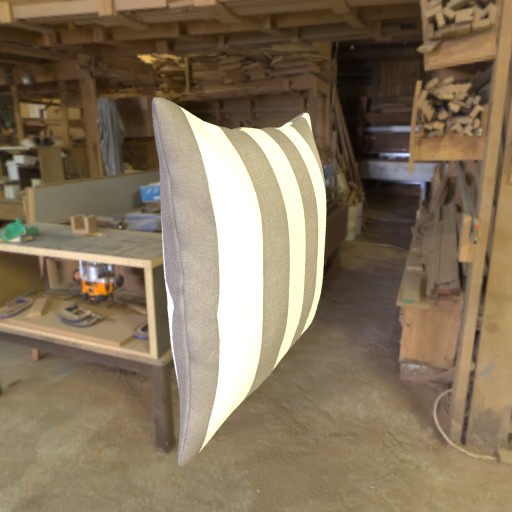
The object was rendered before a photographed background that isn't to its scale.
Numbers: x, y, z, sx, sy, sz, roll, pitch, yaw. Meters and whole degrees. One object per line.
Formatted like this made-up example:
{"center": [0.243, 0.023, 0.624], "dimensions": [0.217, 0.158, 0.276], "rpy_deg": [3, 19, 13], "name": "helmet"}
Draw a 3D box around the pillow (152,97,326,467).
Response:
{"center": [0.000, 0.000, 0.794], "dimensions": [0.192, 0.507, 0.522], "rpy_deg": [8, 18, 25], "name": "pillow"}
